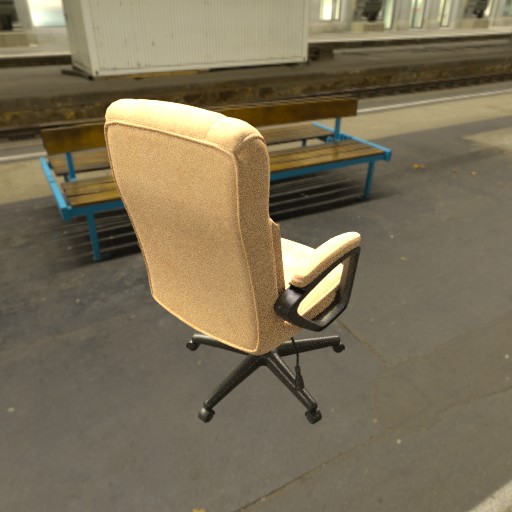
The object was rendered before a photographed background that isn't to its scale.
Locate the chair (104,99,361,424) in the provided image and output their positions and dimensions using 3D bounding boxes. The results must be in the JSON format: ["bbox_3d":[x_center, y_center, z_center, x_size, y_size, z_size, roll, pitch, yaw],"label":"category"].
[{"bbox_3d":[0.000,0.000,1.527,0.667,1.105,0.724,22,36,33],"label":"chair"}]
